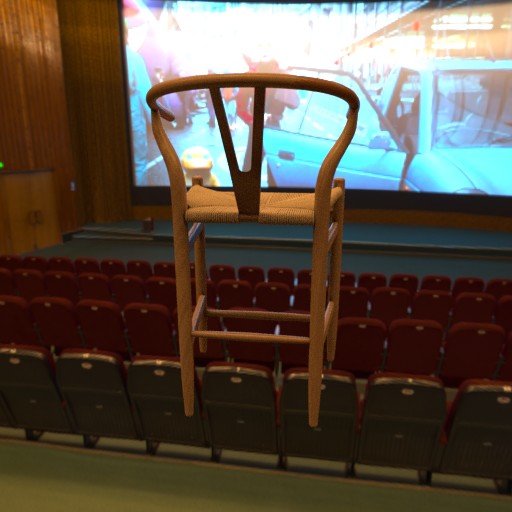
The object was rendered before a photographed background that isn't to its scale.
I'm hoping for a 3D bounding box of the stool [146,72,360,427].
[{"bbox_3d":[0.000,0.000,1.287,0.536,0.923,0.575,2,15,8],"label":"stool"}]
